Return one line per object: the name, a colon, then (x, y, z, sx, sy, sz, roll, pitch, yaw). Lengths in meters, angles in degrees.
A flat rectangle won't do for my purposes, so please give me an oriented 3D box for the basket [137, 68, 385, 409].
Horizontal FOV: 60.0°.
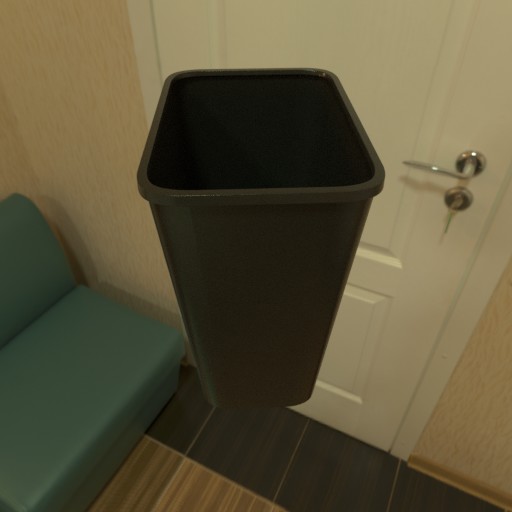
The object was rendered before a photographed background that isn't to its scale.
basket: (0.000, 0.000, 0.791, 0.287, 0.521, 0.394, -2, 41, -2)
